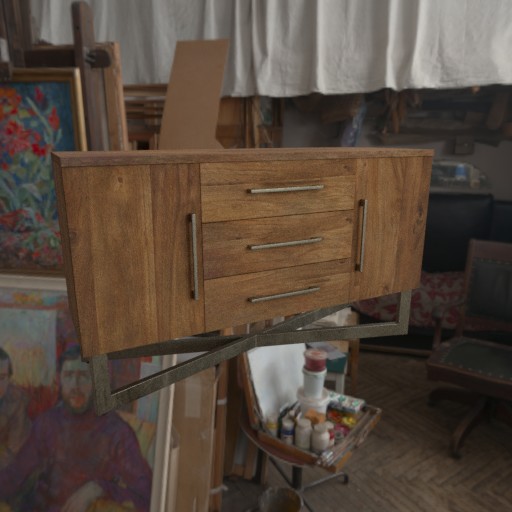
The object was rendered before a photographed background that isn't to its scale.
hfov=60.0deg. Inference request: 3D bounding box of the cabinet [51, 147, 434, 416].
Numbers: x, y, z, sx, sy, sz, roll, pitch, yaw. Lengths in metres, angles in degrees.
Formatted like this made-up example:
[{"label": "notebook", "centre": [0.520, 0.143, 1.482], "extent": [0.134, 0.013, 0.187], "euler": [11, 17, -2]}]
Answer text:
[{"label": "cabinet", "centre": [0.000, 0.000, 1.755], "extent": [1.373, 0.812, 0.480], "euler": [-8, 17, -26]}]
